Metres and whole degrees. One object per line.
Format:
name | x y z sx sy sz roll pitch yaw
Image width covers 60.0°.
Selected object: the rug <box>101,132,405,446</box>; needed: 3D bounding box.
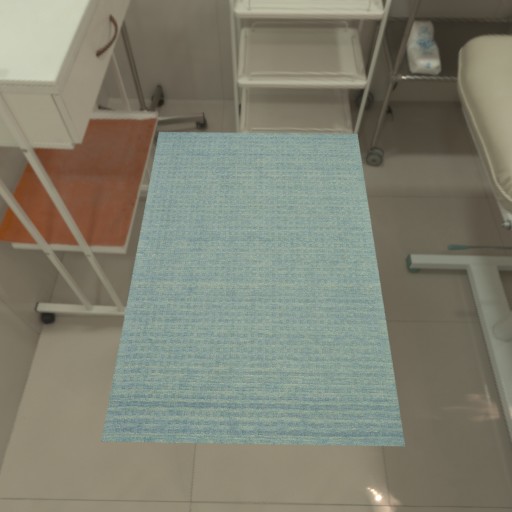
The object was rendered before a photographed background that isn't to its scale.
rug | 0.000 0.000 3.661 1.982 0.006 2.895 1 58 0
